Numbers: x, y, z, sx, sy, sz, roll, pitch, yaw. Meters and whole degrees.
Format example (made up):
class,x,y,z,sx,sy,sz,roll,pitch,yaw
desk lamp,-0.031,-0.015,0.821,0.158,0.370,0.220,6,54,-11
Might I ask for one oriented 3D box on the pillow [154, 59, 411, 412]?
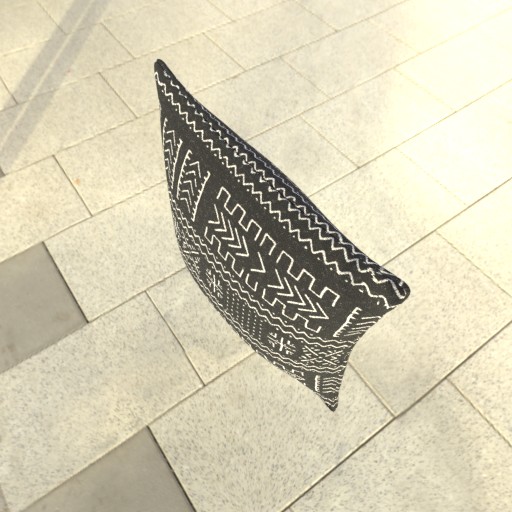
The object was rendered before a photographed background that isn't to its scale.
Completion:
class,x,y,z,sx,sy,sz,roll,pitch,yaw
pillow,0.000,0.000,0.657,0.164,0.430,0.438,-33,64,-19
